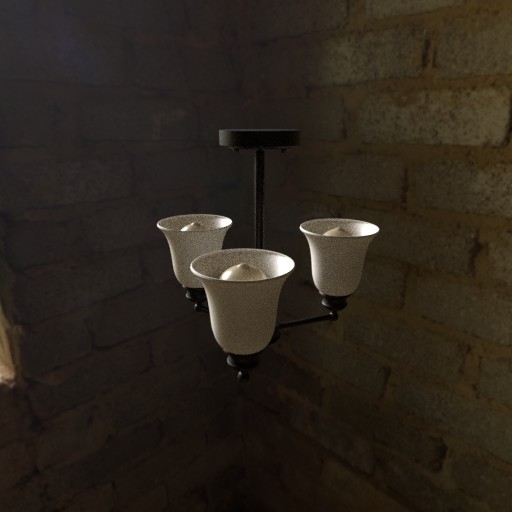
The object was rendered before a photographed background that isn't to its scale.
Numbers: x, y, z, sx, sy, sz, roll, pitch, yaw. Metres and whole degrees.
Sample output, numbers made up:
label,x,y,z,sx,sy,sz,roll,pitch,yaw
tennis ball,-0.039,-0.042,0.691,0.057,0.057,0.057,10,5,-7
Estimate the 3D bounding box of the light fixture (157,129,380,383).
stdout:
label,x,y,z,sx,sy,sz,roll,pitch,yaw
light fixture,0.000,0.000,0.679,0.388,0.370,0.354,3,17,8
